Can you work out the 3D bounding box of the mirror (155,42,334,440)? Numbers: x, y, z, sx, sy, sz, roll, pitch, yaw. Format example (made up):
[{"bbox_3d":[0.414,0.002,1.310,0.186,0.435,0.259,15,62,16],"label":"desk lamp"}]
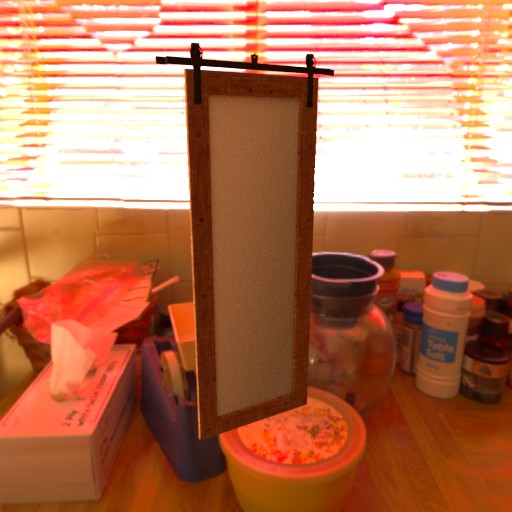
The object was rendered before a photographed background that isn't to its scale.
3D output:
[{"bbox_3d":[0.000,0.000,2.087,0.847,1.793,0.042,-8,18,-27],"label":"mirror"}]
